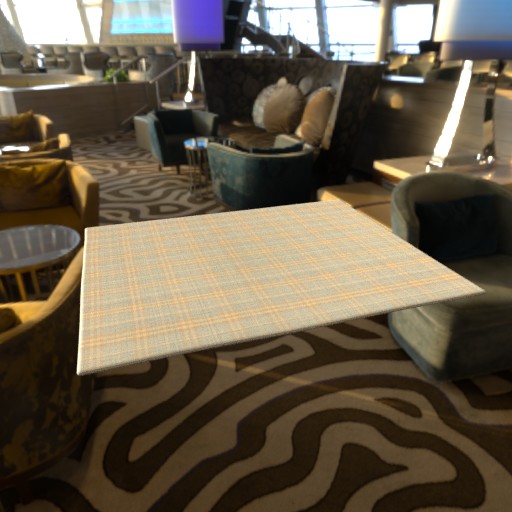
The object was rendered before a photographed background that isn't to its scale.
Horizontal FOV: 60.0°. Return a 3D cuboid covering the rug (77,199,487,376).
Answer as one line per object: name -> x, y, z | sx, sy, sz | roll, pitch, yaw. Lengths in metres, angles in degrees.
rug -> 0.000, 0.000, 4.119 | 3.066, 0.030, 2.462 | -8, 27, -17
